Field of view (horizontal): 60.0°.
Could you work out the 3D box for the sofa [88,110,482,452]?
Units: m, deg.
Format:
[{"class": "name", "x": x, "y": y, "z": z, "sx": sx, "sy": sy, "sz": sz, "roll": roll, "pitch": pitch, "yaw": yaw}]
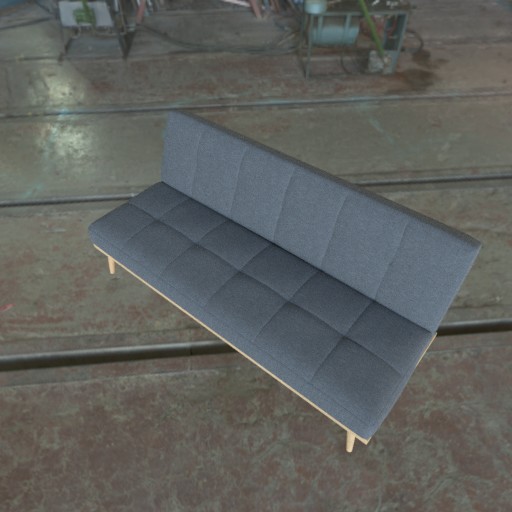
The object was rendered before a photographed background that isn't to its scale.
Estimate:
[{"class": "sofa", "x": 0.000, "y": 0.000, "z": 2.259, "sx": 1.820, "sy": 0.770, "sz": 0.820, "roll": 30, "pitch": 53, "yaw": 26}]
